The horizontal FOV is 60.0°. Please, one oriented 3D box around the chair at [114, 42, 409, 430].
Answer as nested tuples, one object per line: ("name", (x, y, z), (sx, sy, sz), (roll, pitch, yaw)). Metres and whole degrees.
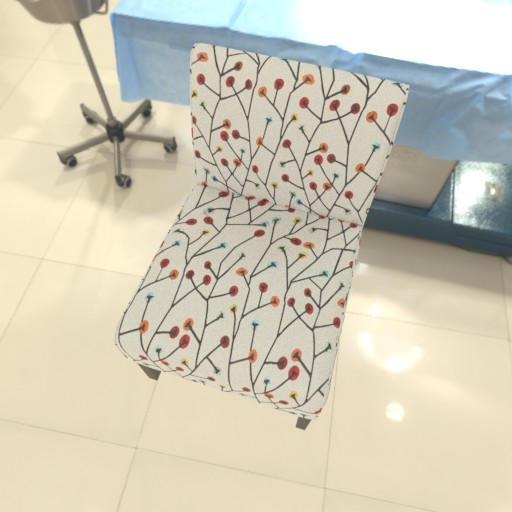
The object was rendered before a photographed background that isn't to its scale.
("chair", (0.000, 0.000, 1.301), (0.597, 0.813, 0.732), (15, 60, 9))
